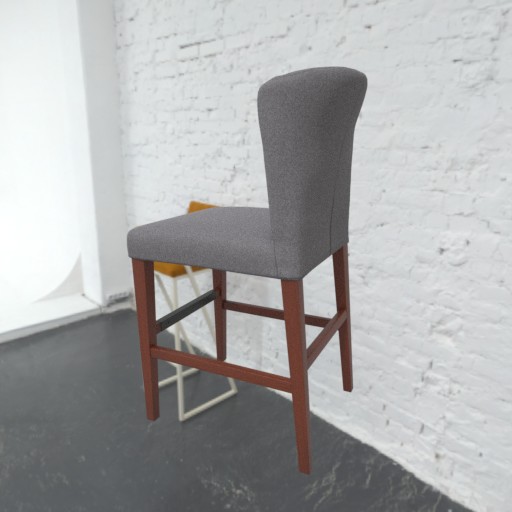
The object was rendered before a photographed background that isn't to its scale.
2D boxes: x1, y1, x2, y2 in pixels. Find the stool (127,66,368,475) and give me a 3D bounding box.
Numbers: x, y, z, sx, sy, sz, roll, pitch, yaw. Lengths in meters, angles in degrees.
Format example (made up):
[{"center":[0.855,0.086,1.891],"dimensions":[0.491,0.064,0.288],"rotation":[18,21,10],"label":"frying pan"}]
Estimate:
[{"center":[0.000,0.000,1.283],"dimensions":[0.568,0.968,0.481],"rotation":[7,16,25],"label":"stool"}]
